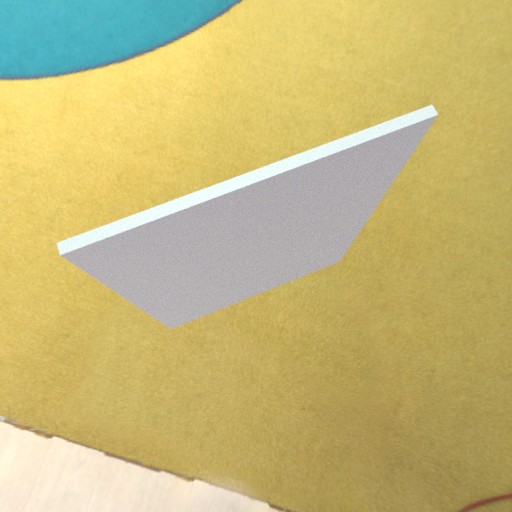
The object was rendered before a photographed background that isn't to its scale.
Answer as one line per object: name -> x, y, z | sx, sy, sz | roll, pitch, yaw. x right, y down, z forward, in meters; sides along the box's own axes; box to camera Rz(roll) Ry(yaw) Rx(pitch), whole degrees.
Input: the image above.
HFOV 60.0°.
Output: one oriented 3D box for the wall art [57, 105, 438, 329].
wall art -> 0.000, 0.000, 0.671 | 0.381, 0.533, 0.013 | -21, 75, -6
